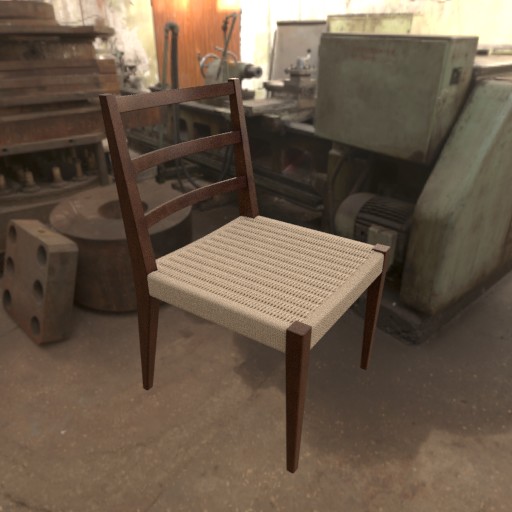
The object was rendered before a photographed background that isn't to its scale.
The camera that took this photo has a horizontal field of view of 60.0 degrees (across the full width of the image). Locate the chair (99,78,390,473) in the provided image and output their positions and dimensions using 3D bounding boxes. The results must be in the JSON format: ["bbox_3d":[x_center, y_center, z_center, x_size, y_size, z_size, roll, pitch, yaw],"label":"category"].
[{"bbox_3d":[0.000,0.000,1.162,0.551,0.813,0.480,17,32,31],"label":"chair"}]
